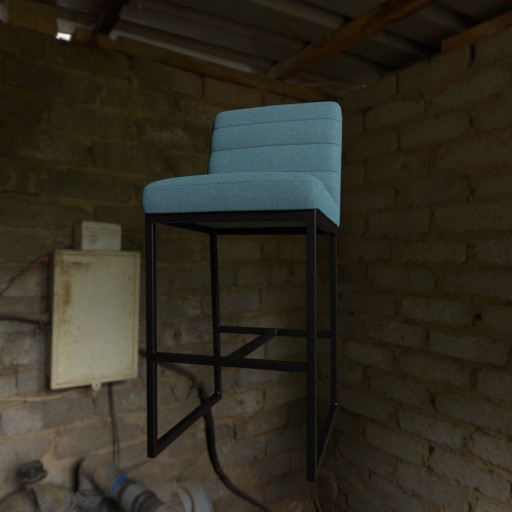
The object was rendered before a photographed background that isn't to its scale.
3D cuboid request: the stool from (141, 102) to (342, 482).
[{"bbox_3d":[0.000,0.000,1.323,0.460,1.040,0.560,0,1,16],"label":"stool"}]
